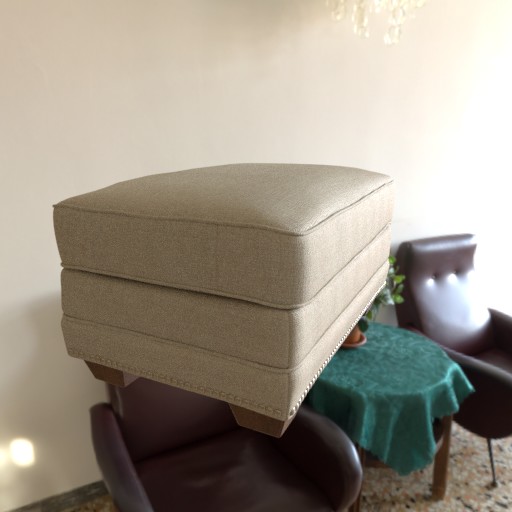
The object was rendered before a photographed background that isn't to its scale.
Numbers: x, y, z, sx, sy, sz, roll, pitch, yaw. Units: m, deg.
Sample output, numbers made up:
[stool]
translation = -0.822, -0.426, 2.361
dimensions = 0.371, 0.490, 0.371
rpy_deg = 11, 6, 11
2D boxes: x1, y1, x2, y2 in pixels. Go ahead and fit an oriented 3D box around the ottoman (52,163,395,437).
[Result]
[ottoman]
translation = 0.000, 0.000, 1.139
dimensions = 0.559, 0.458, 0.813
rpy_deg = 7, 17, 26
